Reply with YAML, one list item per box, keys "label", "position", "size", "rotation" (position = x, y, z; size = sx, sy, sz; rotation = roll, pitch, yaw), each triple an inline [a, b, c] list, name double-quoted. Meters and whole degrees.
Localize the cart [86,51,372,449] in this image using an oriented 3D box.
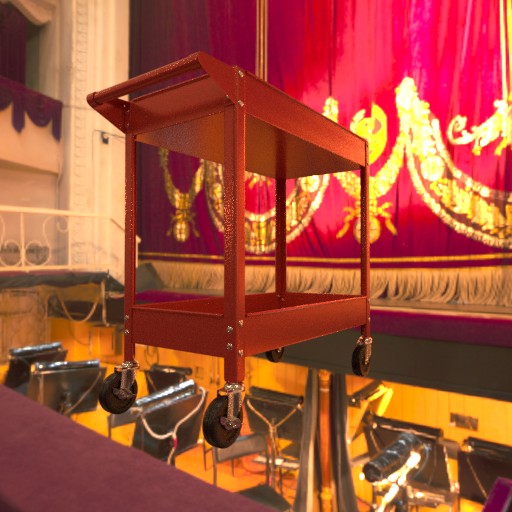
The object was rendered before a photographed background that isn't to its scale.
- label: "cart"
  position: [0.000, 0.000, 1.166]
  size: [0.366, 0.719, 0.779]
  rotation: [-1, -1, 36]
